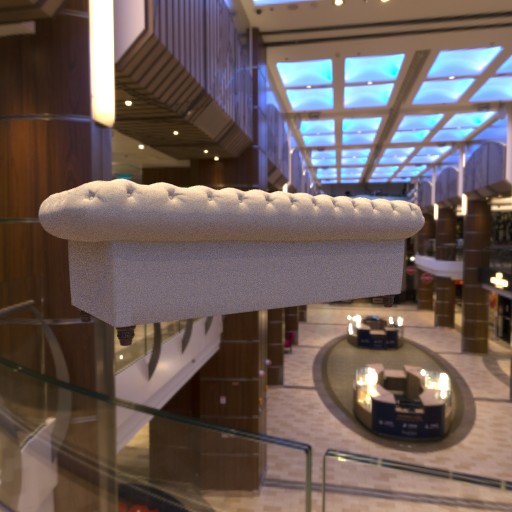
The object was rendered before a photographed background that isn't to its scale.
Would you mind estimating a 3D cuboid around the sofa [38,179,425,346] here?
[{"bbox_3d":[0.000,0.000,3.137,2.694,0.847,1.076,-2,3,-35],"label":"sofa"}]
